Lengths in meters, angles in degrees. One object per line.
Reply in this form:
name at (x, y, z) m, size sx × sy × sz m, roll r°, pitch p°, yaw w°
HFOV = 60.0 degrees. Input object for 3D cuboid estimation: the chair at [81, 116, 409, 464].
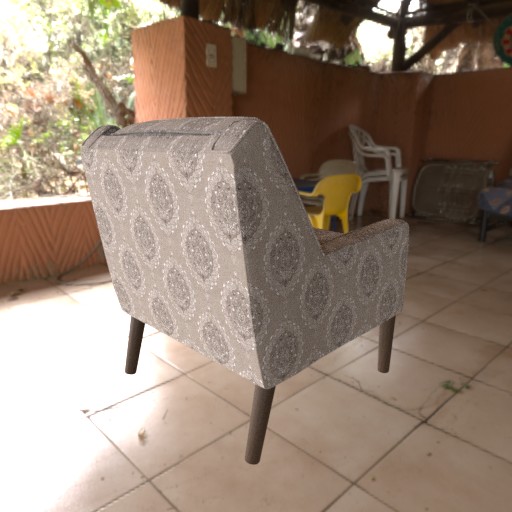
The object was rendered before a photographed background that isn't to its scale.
chair at (0.000, 0.000, 1.355) m, size 0.750 × 0.797 × 0.665 m, roll -14°, pitch 21°, yaw -43°
